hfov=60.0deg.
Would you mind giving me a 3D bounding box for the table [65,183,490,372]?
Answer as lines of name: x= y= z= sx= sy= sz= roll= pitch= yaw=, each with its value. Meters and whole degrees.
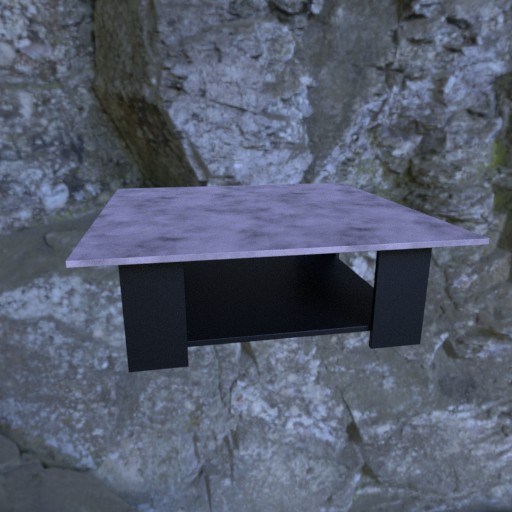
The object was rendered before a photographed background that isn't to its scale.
table: x=0.000 y=0.000 z=1.369 sx=0.890 sy=0.305 sz=0.890 roll=-3 pitch=18 yaw=-10
